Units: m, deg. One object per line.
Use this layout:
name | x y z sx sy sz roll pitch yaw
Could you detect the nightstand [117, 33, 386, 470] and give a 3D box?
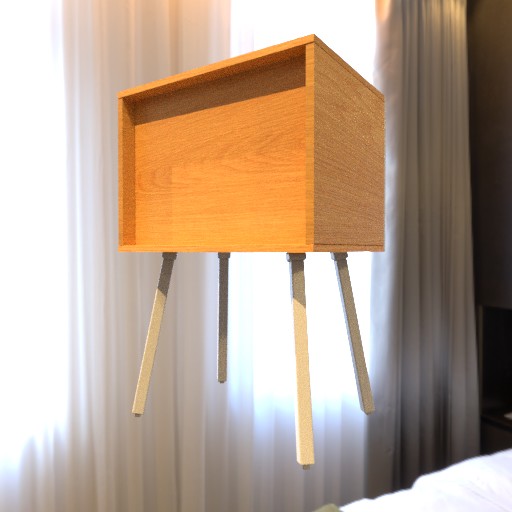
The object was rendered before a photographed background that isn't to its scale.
nightstand | 0.000 0.000 0.837 0.400 0.601 0.316 1 1 34
